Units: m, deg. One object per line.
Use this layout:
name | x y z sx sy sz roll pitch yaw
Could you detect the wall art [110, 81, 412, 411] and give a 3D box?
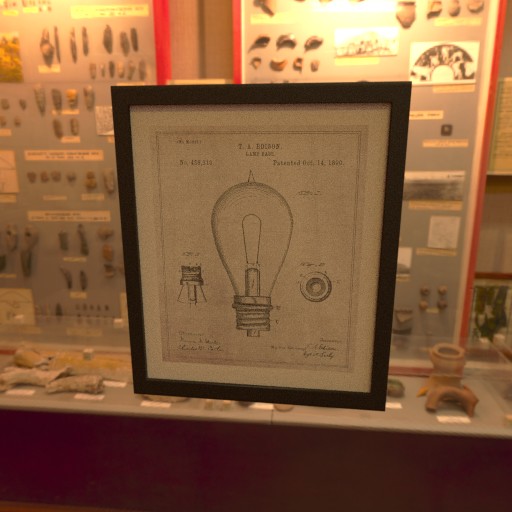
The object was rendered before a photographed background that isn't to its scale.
wall art | 0.000 0.000 0.700 0.430 0.509 0.021 2 14 7
